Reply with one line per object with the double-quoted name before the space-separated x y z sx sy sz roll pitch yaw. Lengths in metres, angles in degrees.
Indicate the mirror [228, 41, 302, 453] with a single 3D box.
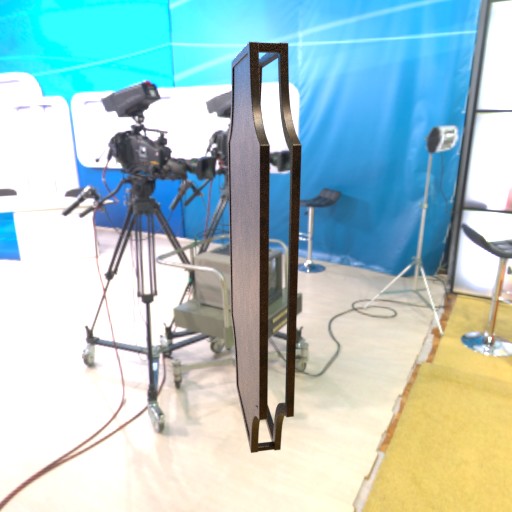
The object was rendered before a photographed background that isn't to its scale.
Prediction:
"mirror" 0.000 0.000 0.967 0.066 0.811 0.462 -3 17 -9
